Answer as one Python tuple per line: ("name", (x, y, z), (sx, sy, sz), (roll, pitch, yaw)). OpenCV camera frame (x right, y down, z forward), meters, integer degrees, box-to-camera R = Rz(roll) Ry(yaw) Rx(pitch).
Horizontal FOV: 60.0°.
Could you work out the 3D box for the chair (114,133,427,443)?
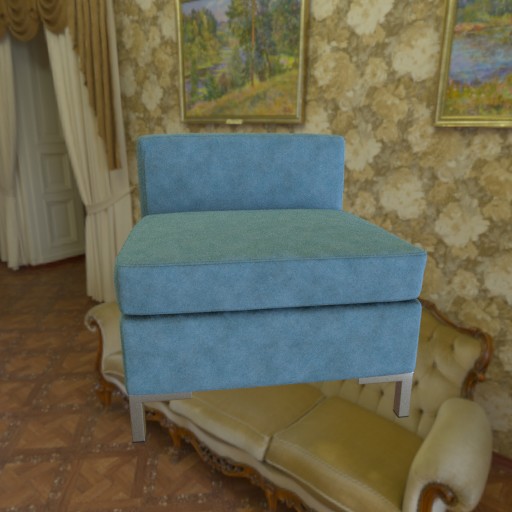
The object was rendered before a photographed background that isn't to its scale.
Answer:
("chair", (0.000, 0.000, 1.238), (0.684, 0.660, 0.685), (-2, 16, -8))
